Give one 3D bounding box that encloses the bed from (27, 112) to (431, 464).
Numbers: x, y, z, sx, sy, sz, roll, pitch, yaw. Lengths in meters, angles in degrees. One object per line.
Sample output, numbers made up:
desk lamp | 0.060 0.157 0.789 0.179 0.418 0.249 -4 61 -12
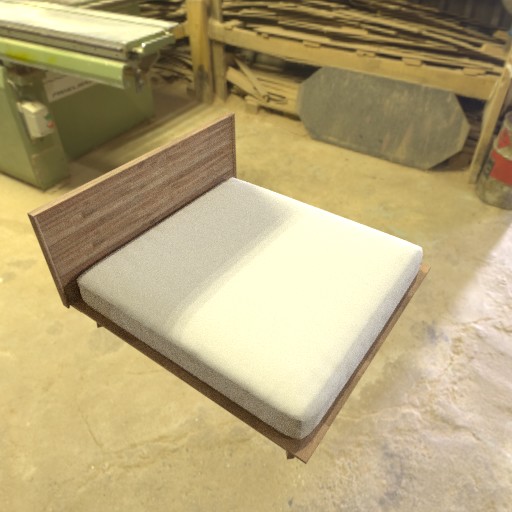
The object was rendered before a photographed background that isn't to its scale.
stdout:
bed | 0.000 0.000 3.412 2.167 1.100 2.116 25 45 27
